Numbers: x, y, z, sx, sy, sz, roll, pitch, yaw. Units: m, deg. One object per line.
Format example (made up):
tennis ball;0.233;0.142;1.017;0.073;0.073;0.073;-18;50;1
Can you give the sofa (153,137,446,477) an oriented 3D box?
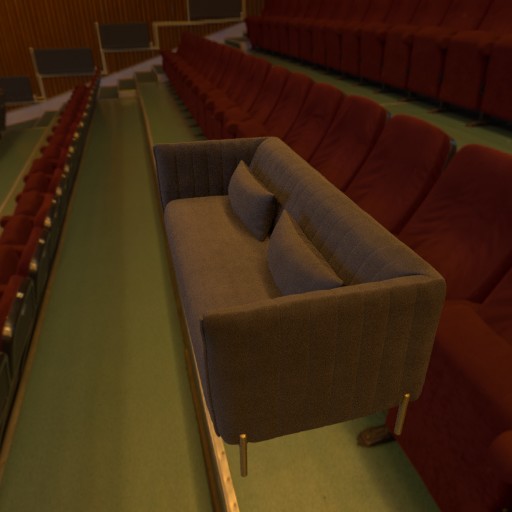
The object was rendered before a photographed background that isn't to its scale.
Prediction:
sofa;0.000;0.000;2.394;0.876;0.780;1.980;-8;31;-13
